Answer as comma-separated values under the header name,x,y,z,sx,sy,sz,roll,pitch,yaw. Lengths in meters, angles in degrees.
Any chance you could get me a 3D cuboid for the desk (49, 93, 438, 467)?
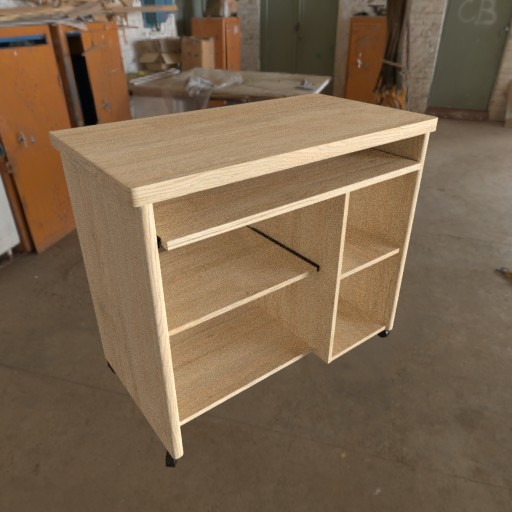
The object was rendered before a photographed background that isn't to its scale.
name,x,y,z,sx,sy,sz,roll,pitch,yaw
desk,0.000,0.000,1.317,0.885,0.770,0.480,-20,35,-32
